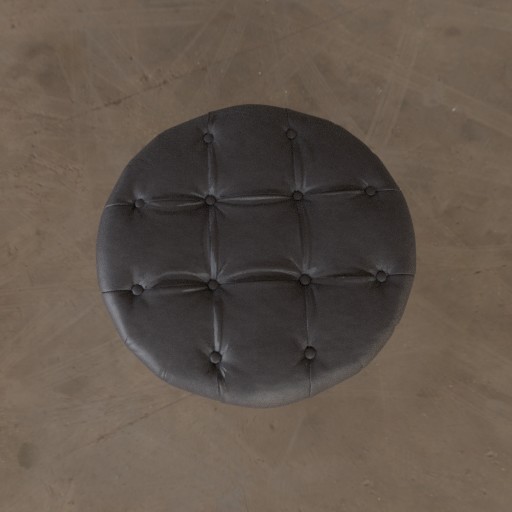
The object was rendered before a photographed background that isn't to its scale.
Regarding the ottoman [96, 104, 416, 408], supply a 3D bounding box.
[{"bbox_3d":[0.000,0.000,1.397,0.901,0.439,0.901,0,76,0],"label":"ottoman"}]
